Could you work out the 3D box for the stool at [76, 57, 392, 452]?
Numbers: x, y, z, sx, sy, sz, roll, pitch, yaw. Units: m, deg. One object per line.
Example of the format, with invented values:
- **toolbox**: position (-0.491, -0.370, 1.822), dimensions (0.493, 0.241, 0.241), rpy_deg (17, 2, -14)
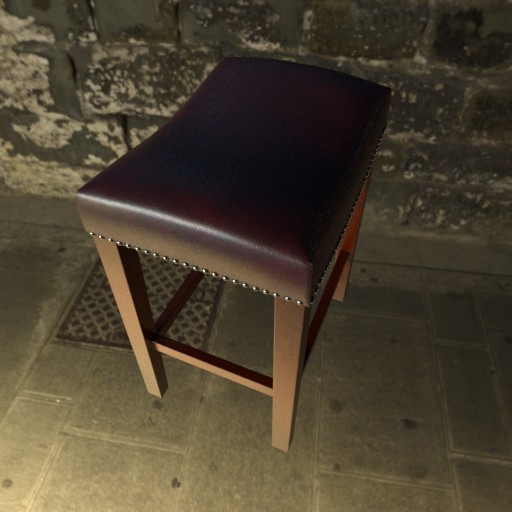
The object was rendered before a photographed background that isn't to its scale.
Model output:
- **stool**: position (0.000, 0.000, 0.956), dimensions (0.372, 0.657, 0.504), rpy_deg (17, 50, 15)
